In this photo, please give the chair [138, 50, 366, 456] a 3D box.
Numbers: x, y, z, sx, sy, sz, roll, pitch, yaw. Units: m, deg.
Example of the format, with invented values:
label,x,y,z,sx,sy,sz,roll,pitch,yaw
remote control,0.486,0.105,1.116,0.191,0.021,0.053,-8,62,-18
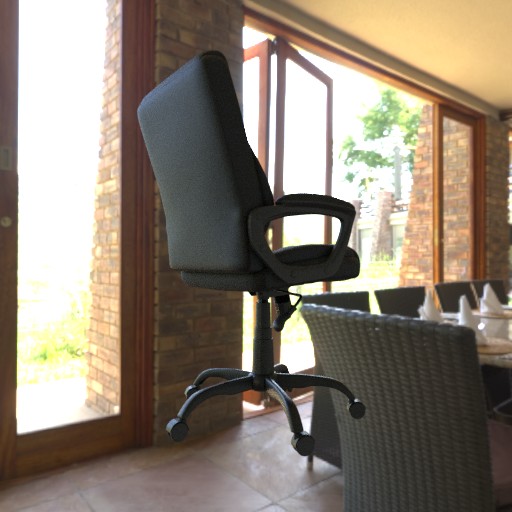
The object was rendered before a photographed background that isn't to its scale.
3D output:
label,x,y,z,sx,sy,sz,roll,pitch,yaw
chair,0.000,0.000,1.458,0.655,1.072,0.615,1,-1,-36
